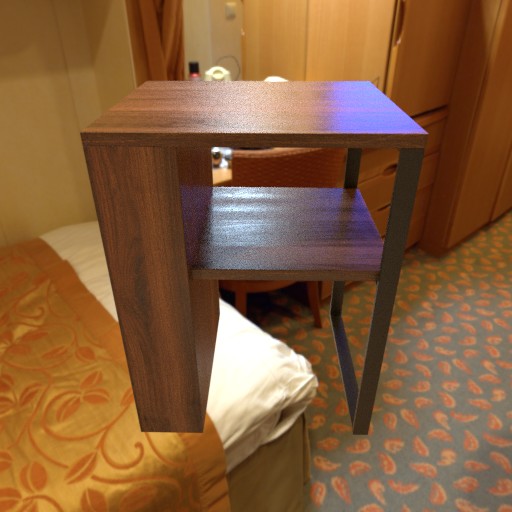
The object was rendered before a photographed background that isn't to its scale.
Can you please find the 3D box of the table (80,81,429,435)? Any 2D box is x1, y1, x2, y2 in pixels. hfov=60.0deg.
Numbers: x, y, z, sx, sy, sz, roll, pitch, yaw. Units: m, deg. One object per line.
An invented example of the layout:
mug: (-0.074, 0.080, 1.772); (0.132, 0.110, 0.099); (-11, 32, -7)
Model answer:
table: (0.000, 0.000, 1.547); (0.786, 1.041, 0.660); (1, 31, 1)
